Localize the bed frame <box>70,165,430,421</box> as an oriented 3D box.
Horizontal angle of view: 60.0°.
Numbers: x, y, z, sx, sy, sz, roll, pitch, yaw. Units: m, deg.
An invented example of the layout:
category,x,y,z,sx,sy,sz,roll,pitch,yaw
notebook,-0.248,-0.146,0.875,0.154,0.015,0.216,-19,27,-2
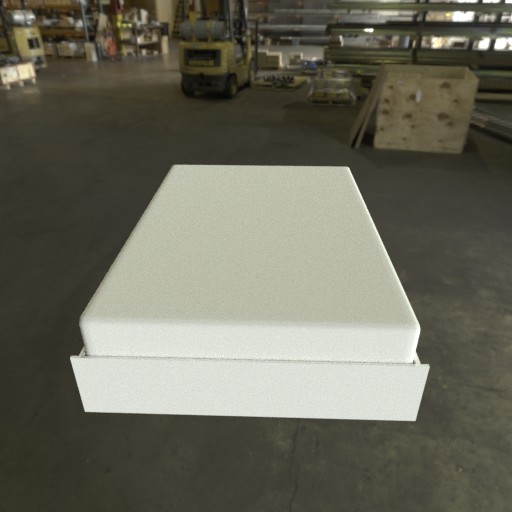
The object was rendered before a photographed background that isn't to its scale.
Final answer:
category,x,y,z,sx,sy,sz,roll,pitch,yaw
bed frame,0.000,0.000,2.655,1.445,0.497,1.945,1,30,2
